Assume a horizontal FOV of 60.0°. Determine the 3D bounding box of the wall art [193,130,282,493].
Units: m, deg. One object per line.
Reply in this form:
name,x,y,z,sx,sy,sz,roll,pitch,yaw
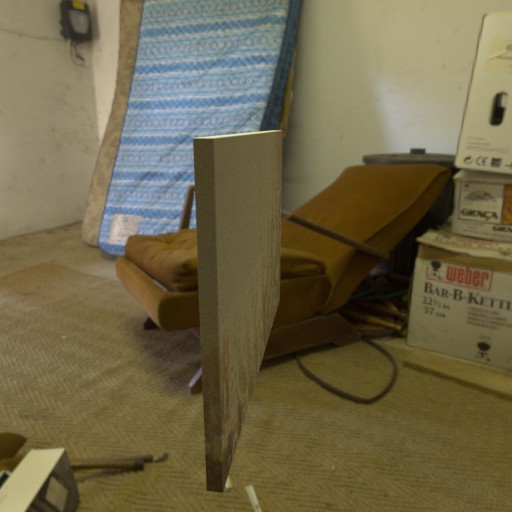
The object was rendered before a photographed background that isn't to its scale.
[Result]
wall art,0.000,0.000,1.414,0.041,0.758,1.142,3,17,9
